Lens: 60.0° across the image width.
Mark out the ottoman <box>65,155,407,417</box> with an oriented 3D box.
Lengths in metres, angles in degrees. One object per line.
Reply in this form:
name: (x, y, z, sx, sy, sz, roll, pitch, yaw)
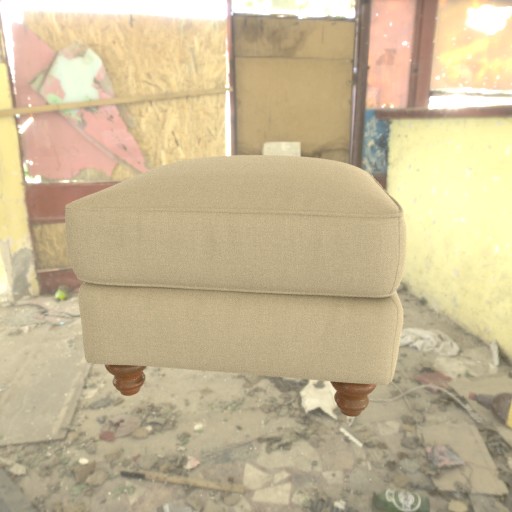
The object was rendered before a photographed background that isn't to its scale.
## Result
ottoman: (0.000, 0.000, 1.155, 0.662, 0.505, 0.716, 2, 17, 8)
